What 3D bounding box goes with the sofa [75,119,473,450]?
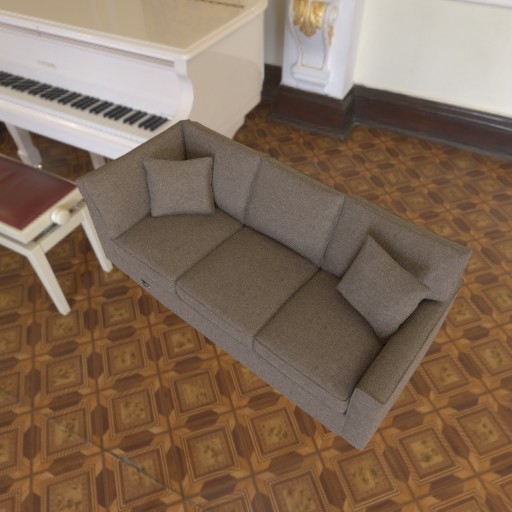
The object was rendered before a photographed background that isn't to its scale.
[{"bbox_3d":[0.000,0.000,2.909,2.317,0.962,1.061,31,54,26],"label":"sofa"}]
